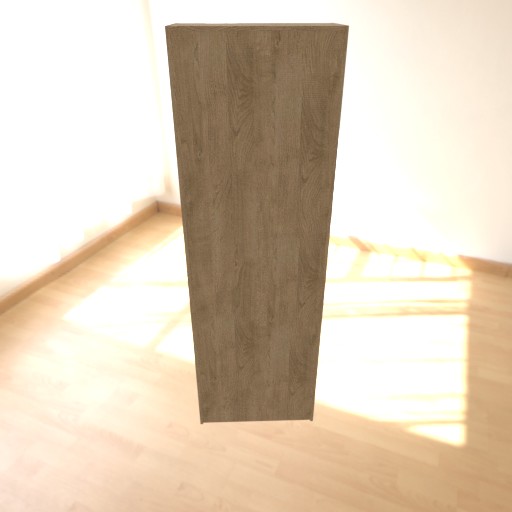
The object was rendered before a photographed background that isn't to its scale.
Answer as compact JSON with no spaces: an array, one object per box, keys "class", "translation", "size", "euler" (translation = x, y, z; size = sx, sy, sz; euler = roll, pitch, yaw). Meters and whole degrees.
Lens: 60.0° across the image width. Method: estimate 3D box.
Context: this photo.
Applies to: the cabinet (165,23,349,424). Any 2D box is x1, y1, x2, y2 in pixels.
[{"class":"cabinet","translation":[0.000,0.000,1.757],"size":[0.520,1.630,0.250],"euler":[-1,29,-2]}]
